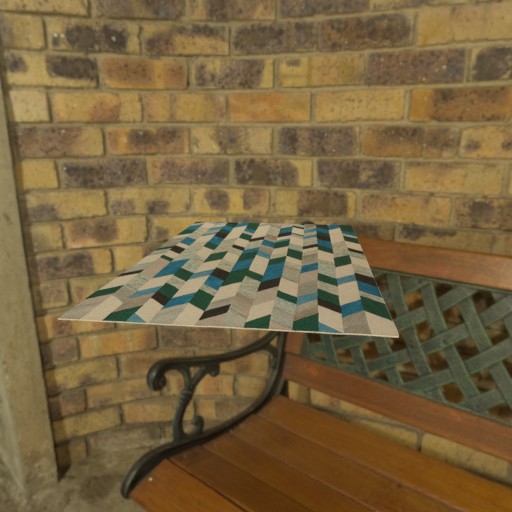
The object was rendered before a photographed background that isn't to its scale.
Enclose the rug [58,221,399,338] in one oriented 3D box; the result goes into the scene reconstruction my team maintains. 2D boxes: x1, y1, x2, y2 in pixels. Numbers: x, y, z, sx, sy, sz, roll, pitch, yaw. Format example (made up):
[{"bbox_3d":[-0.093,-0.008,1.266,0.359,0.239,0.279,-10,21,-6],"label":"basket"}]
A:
[{"bbox_3d":[0.000,0.000,3.078,1.507,0.007,2.433,2,15,7],"label":"rug"}]
